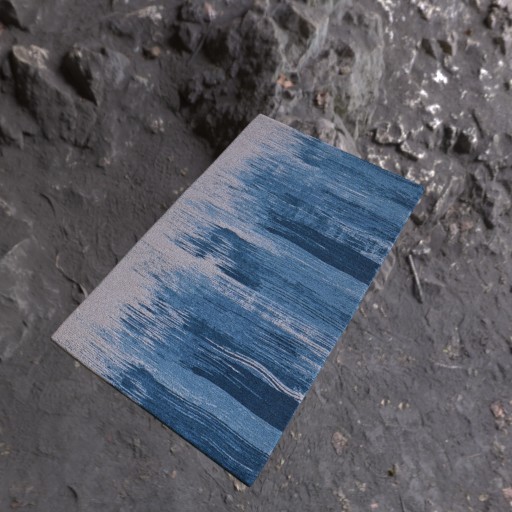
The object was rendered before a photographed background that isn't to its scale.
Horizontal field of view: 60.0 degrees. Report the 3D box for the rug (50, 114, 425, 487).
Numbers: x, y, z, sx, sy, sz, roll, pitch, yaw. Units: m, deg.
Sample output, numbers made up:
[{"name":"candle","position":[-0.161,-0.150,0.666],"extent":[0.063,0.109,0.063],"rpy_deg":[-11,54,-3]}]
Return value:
[{"name":"rug","position":[0.000,0.000,3.089],"extent":[1.540,0.027,2.450],"rpy_deg":[29,63,16]}]
